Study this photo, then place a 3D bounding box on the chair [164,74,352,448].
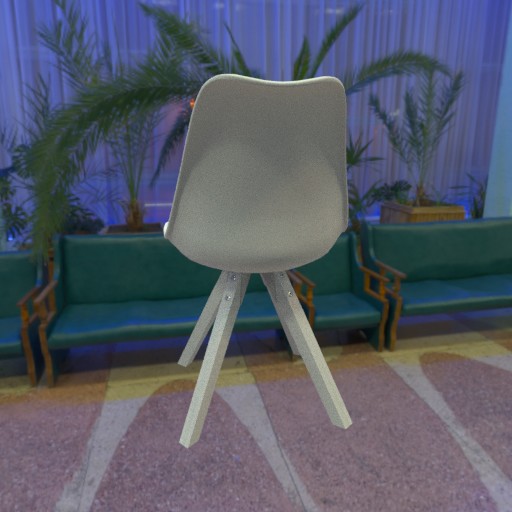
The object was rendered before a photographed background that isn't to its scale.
[{"bbox_3d":[0.000,0.000,1.198,0.485,0.850,0.550,-3,15,-10],"label":"chair"}]
